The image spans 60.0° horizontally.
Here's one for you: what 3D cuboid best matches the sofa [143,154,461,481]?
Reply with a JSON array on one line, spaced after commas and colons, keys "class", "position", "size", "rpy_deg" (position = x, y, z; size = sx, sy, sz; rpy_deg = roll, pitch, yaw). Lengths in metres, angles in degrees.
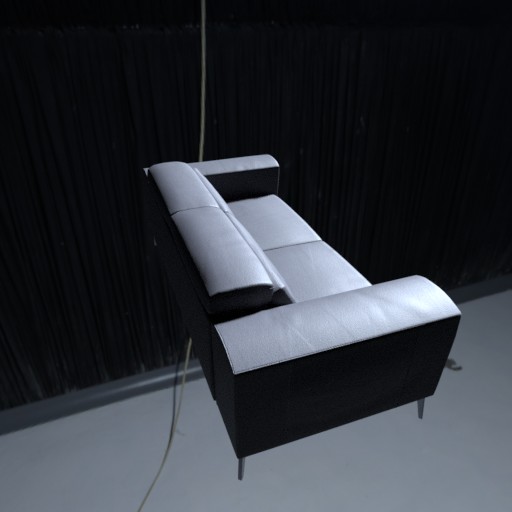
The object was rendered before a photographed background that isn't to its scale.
[{"class": "sofa", "position": [0.000, 0.000, 2.772], "size": [1.048, 0.814, 2.330], "rpy_deg": [-11, 32, -17]}]
